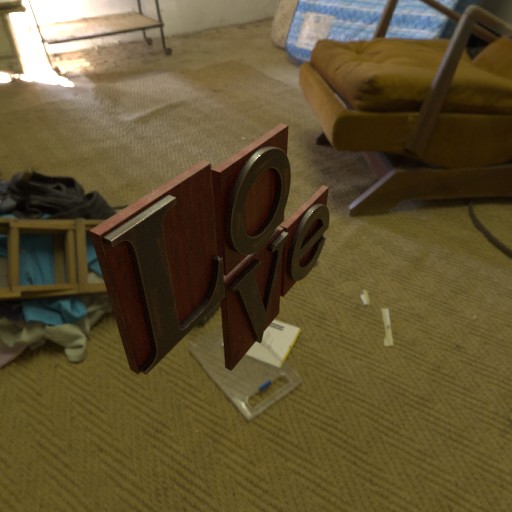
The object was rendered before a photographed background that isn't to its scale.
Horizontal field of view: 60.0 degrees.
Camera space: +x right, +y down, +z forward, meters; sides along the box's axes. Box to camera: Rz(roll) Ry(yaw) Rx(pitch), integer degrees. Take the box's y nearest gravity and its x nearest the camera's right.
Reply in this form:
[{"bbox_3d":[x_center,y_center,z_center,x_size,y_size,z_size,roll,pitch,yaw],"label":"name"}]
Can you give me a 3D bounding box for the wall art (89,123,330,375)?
[{"bbox_3d":[0.000,0.000,0.849,0.030,0.497,0.635,22,44,25],"label":"wall art"}]
